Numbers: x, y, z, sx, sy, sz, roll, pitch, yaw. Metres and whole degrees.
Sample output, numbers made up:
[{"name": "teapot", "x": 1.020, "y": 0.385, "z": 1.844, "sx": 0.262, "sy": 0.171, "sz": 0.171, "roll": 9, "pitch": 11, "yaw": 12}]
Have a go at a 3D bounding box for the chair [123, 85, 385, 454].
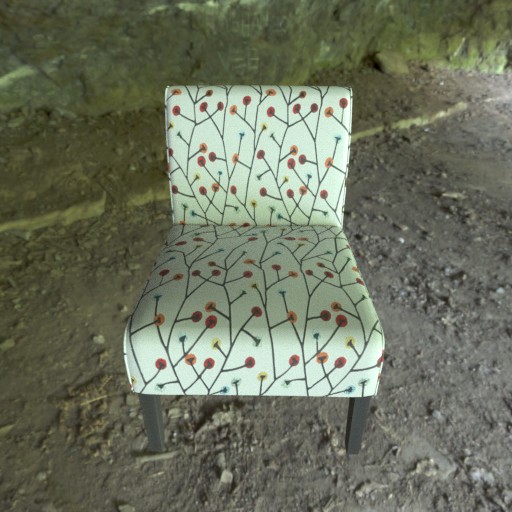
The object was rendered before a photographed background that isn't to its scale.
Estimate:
[{"name": "chair", "x": 0.000, "y": 0.000, "z": 1.269, "sx": 0.597, "sy": 0.813, "sz": 0.732, "roll": 1, "pitch": 30, "yaw": 1}]
